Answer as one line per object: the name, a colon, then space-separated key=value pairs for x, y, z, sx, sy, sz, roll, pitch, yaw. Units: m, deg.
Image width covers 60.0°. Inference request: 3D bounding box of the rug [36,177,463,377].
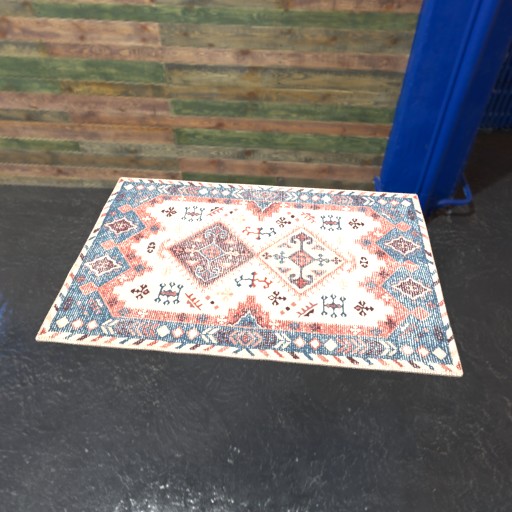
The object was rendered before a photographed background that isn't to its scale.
rug: x=0.000 y=0.000 z=2.306 sx=1.840 sy=0.015 sz=1.225 roll=4 pitch=46 yaw=4
